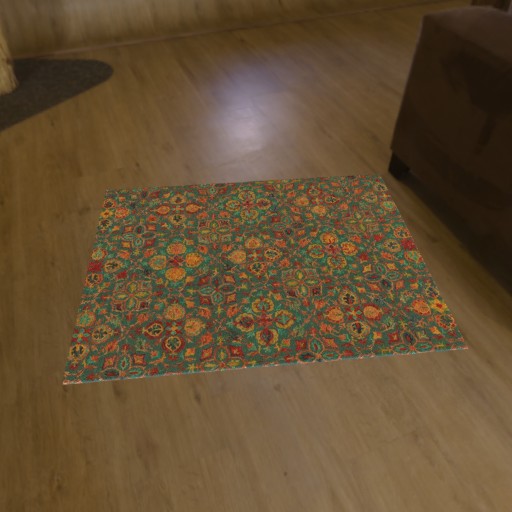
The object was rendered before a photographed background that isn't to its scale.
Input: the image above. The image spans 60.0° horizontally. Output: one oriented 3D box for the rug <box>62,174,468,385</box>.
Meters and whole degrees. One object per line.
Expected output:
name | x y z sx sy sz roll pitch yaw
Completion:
rug | 0.000 0.000 4.317 3.204 0.025 2.434 -4 45 -4
